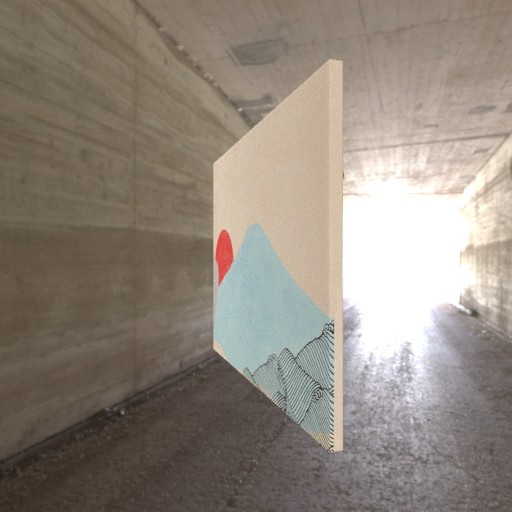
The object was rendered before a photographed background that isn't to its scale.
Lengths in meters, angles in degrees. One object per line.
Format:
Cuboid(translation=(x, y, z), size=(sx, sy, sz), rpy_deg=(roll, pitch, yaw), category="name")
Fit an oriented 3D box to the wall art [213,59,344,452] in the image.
Cuboid(translation=(0.000, 0.000, 1.611), size=(0.042, 0.912, 1.219), rpy_deg=(0, 0, -18), category="wall art")
